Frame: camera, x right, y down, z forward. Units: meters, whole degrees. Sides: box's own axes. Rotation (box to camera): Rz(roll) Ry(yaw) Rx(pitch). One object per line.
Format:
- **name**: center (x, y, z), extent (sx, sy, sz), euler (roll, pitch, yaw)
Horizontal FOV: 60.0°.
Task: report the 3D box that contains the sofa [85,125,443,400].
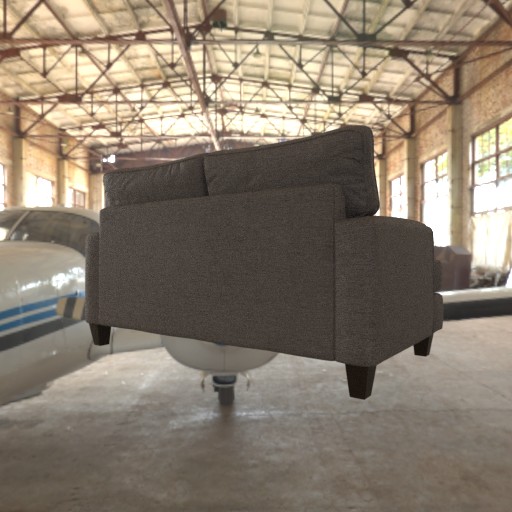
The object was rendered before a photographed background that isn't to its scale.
- **sofa**: center (0.000, 0.000, 2.295), extent (1.651, 0.965, 0.965), euler (0, 0, 36)
